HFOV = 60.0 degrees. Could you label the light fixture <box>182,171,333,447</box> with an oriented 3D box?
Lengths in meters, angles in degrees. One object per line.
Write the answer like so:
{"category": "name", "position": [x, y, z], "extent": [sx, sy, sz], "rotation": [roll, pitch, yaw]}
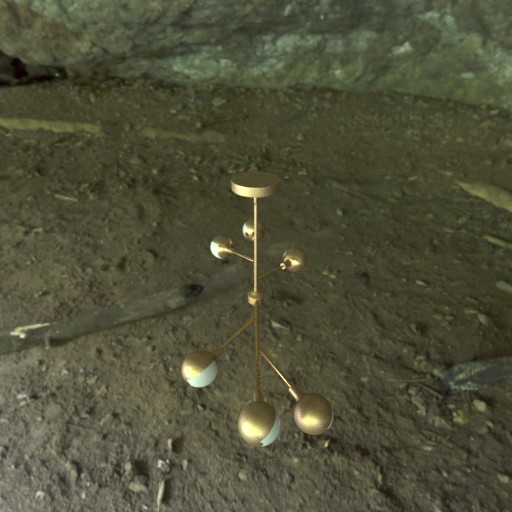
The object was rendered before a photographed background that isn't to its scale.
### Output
{"category": "light fixture", "position": [0.000, 0.000, 1.000], "extent": [0.434, 0.362, 0.778], "rotation": [7, 30, 13]}
